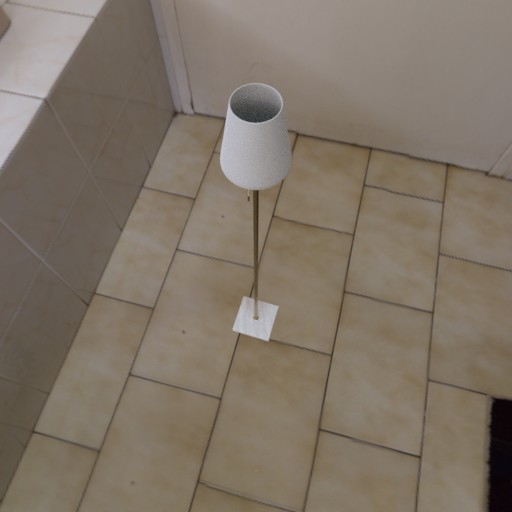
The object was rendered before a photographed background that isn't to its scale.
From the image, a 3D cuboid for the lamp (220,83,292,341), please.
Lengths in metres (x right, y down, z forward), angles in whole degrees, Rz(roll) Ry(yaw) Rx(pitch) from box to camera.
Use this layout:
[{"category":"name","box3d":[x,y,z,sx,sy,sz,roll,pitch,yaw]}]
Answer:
[{"category":"lamp","box3d":[0.000,0.000,1.959,0.232,1.813,0.229,15,65,7]}]
